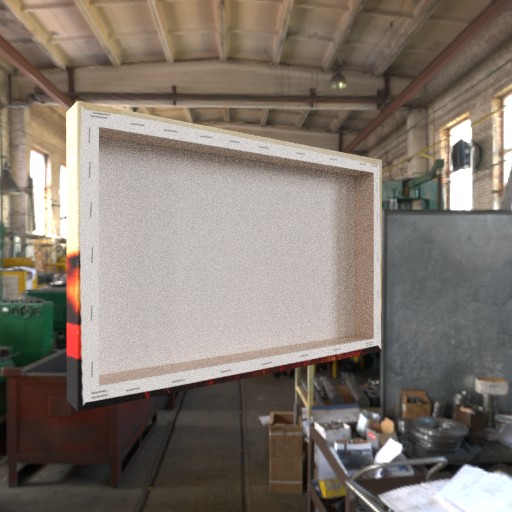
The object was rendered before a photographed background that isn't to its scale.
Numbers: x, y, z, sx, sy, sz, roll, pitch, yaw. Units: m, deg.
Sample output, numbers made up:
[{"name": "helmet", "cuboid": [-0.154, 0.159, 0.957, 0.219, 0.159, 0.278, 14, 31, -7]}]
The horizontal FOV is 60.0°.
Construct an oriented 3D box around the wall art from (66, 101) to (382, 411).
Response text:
[{"name": "wall art", "cuboid": [0.000, 0.000, 0.484, 0.383, 0.251, 0.037, 0, 0, -36]}]
